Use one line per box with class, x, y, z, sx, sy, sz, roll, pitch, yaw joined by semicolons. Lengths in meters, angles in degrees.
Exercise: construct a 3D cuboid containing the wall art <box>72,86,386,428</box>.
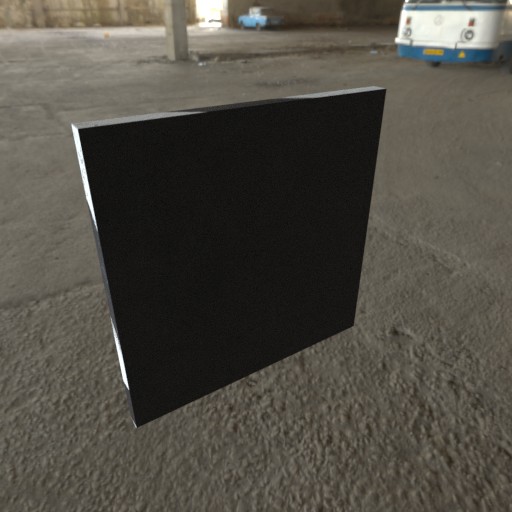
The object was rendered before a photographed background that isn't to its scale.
wall art;0.000;0.000;1.152;0.765;0.765;0.046;-18;34;-28
